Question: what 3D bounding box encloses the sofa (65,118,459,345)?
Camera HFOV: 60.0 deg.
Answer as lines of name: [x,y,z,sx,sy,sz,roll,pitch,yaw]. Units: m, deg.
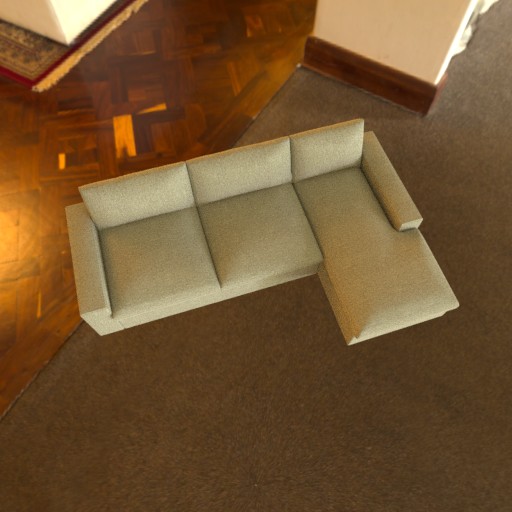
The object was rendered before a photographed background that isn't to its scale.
sofa: [0.000,0.000,3.488,2.718,0.813,1.689,-16,64,-8]
